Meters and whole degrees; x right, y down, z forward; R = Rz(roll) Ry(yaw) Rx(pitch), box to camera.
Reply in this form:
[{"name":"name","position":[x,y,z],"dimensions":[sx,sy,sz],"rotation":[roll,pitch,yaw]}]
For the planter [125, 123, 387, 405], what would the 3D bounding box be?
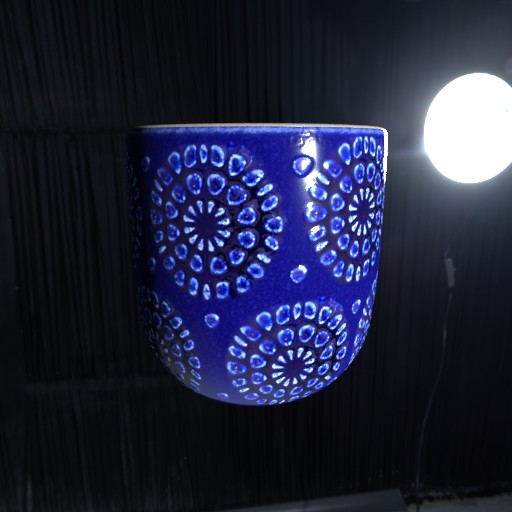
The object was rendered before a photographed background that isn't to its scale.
[{"name":"planter","position":[0.000,0.000,0.203],"dimensions":[0.109,0.112,0.109],"rotation":[0,14,0]}]
